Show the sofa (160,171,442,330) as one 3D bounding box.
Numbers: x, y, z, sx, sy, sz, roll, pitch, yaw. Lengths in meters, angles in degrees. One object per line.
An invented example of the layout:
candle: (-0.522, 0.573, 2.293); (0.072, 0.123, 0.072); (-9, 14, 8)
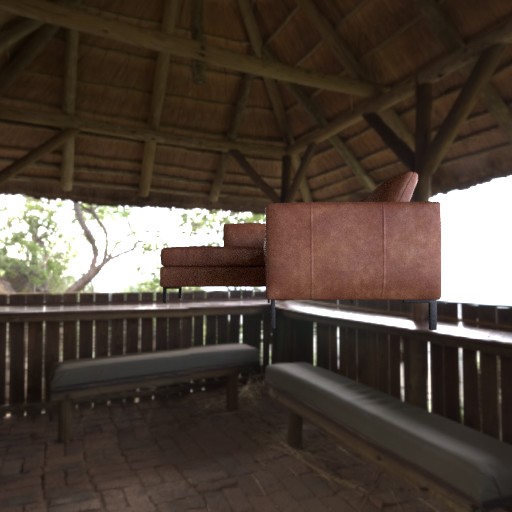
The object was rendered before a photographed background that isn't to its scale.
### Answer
sofa: (0.000, 0.000, 3.729); (1.938, 0.877, 2.984); (0, -2, 1)
